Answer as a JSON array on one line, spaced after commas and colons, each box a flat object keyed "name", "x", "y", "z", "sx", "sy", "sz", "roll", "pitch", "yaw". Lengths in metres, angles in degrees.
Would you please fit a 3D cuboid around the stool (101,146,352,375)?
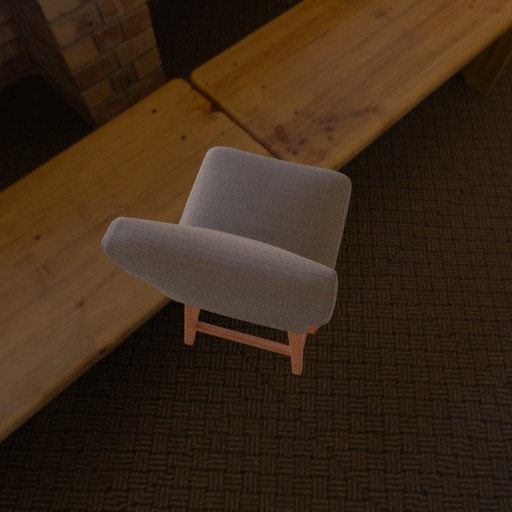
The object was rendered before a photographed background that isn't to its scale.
[{"name": "stool", "x": 0.000, "y": 0.000, "z": 1.308, "sx": 0.459, "sy": 1.019, "sz": 0.570, "roll": 14, "pitch": 66, "yaw": 6}]
